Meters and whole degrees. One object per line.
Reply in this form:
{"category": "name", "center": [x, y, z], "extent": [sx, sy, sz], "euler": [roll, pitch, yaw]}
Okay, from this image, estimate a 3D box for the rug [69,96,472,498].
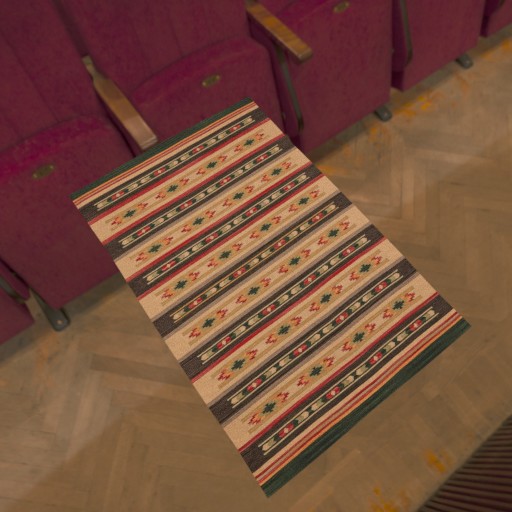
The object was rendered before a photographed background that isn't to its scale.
{"category": "rug", "center": [0.000, 0.000, 2.274], "extent": [1.221, 0.009, 1.825], "euler": [-34, 69, -15]}
